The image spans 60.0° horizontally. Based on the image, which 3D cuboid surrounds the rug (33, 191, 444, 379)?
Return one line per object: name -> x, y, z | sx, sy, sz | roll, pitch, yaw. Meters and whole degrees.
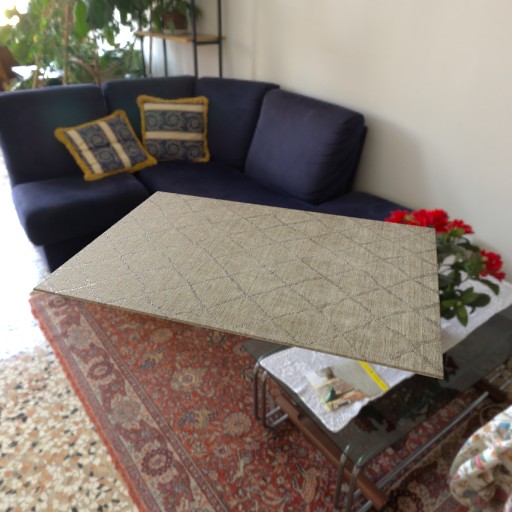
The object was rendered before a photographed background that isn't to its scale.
rug -> 0.000, 0.000, 2.935 | 2.280, 0.015, 1.521 | 9, 33, 15
